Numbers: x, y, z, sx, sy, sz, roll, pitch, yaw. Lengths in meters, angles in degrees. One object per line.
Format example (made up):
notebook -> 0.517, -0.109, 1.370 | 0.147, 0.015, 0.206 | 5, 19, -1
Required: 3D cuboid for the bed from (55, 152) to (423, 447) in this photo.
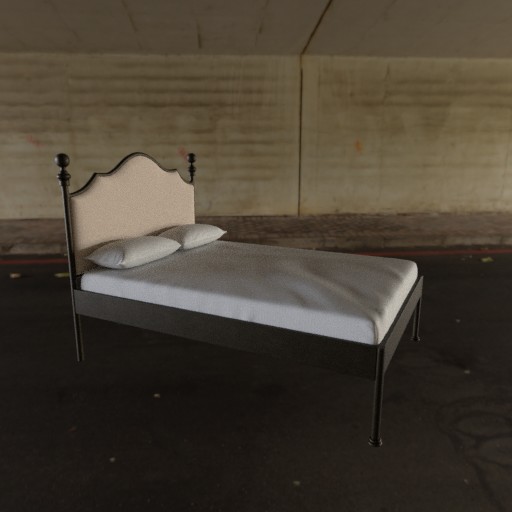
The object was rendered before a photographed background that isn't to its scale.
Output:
bed -> 0.000, 0.000, 3.197 | 2.170, 1.462, 1.533 | 7, 15, 26
